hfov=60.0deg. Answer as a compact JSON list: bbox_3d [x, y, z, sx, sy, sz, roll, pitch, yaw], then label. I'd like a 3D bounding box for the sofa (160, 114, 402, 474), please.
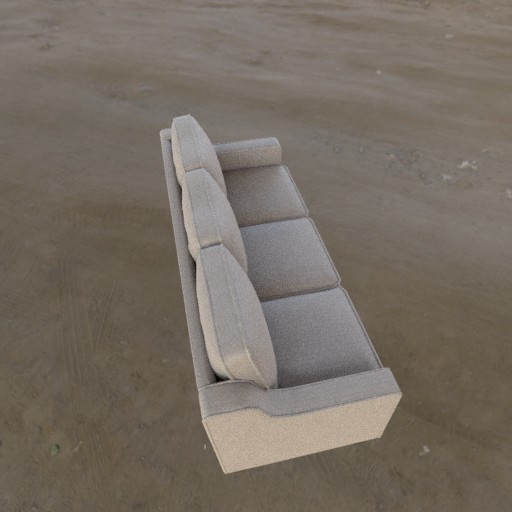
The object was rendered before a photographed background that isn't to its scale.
[{"bbox_3d":[0.000,0.000,2.647,0.899,0.950,2.129,-9,47,-9],"label":"sofa"}]
